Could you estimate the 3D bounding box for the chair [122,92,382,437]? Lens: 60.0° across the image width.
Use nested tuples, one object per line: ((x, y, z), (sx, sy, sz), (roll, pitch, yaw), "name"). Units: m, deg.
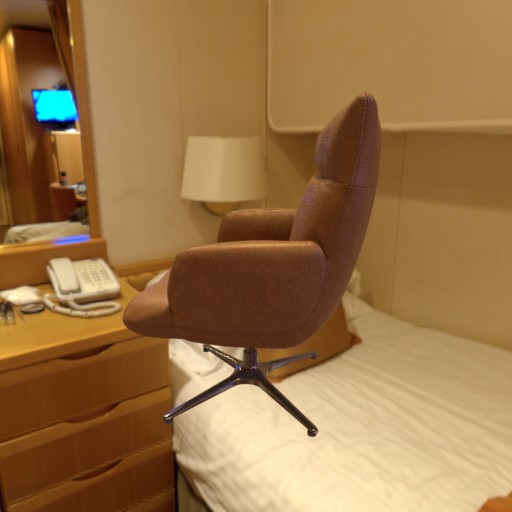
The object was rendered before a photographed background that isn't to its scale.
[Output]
((0.000, 0.000, 1.563), (0.794, 1.027, 0.711), (2, 15, 7), "chair")
